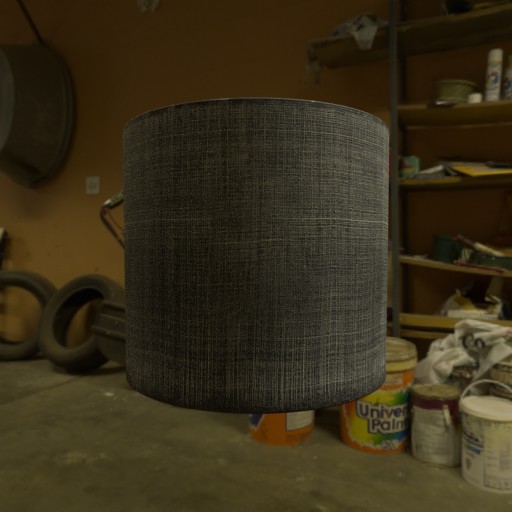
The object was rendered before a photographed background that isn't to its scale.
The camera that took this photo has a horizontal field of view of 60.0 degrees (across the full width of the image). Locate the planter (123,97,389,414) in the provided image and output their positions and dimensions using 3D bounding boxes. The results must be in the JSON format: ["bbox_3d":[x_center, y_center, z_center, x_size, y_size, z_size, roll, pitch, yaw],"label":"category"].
[{"bbox_3d":[0.000,0.000,0.386,0.221,0.201,0.221,0,1,0],"label":"planter"}]
